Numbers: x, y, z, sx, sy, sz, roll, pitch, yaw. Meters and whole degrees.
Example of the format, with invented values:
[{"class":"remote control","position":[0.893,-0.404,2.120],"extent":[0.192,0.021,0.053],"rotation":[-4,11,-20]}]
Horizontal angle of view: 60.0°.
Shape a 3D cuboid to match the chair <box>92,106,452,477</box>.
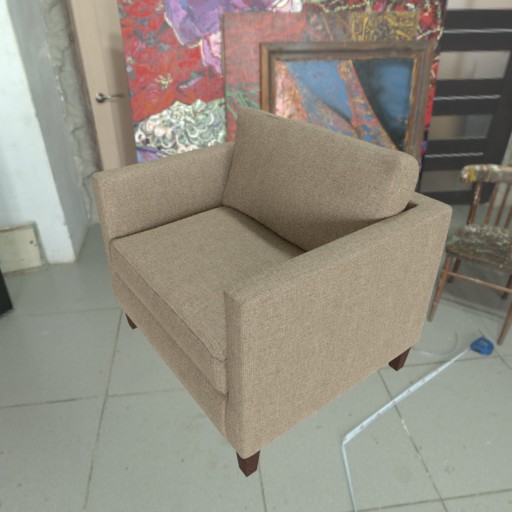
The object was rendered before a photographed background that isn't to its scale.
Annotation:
[{"class":"chair","position":[0.000,0.000,1.827],"extent":[0.959,0.987,1.107],"rotation":[-22,38,-31]}]
